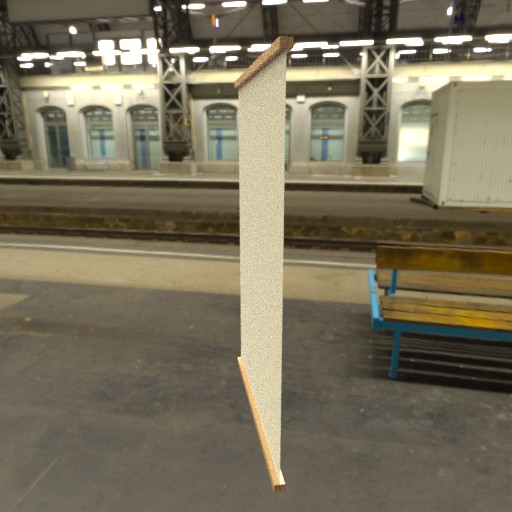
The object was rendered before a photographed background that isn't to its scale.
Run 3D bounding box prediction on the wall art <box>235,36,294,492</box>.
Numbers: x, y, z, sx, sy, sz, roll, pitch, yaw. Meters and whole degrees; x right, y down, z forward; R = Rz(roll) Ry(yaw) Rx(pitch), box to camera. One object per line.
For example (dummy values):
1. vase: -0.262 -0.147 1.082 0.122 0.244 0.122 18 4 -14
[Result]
1. wall art: 0.000 0.000 1.276 0.027 1.020 0.669 -3 15 -10
